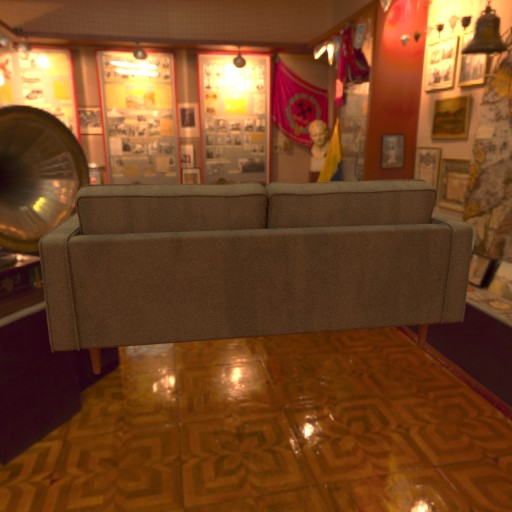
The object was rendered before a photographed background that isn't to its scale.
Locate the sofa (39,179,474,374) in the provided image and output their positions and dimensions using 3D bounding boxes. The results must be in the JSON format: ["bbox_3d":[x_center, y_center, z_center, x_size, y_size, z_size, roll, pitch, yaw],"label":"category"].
[{"bbox_3d":[0.000,0.000,2.359,1.920,0.825,0.924,-2,15,-9],"label":"sofa"}]
